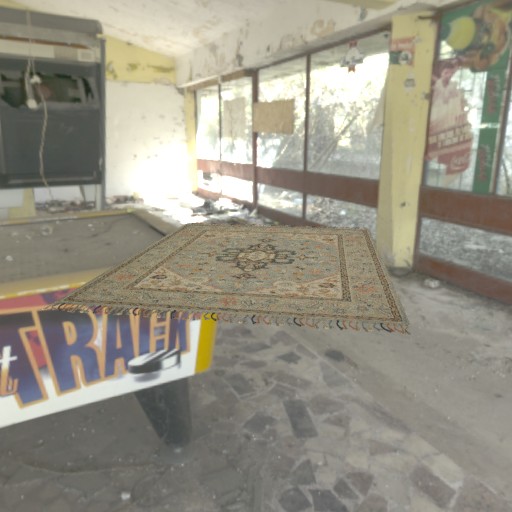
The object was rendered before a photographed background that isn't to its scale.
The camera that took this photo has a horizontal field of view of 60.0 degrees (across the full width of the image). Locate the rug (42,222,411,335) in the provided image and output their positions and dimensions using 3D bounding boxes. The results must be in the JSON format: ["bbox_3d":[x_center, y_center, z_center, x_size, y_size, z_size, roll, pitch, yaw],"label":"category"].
[{"bbox_3d":[0.000,0.000,3.542,1.971,0.010,2.651,2,15,9],"label":"rug"}]
